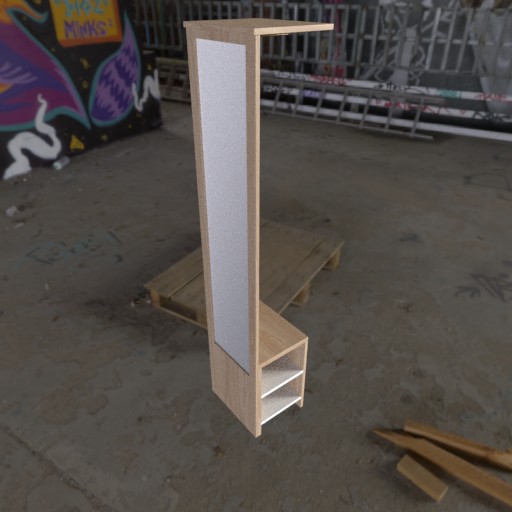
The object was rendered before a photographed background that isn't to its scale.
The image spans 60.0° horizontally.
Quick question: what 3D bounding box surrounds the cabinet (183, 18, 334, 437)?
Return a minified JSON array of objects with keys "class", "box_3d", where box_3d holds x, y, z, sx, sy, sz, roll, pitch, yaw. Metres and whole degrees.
[{"class":"cabinet","box_3d":[0.000,0.000,2.013,0.338,1.879,0.411,-22,37,-32]}]
